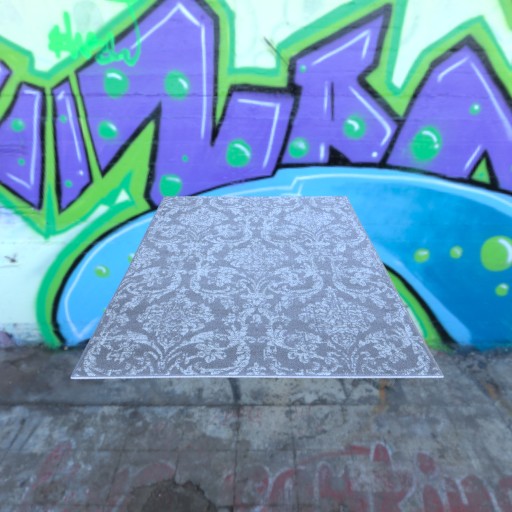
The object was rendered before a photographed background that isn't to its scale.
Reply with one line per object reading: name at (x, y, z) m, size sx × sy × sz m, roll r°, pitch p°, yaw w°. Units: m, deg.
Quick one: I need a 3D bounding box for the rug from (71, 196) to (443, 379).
rug at (0.000, 0.000, 2.847) m, size 1.578 × 0.014 × 2.206 m, roll 0°, pitch 28°, yaw 0°
